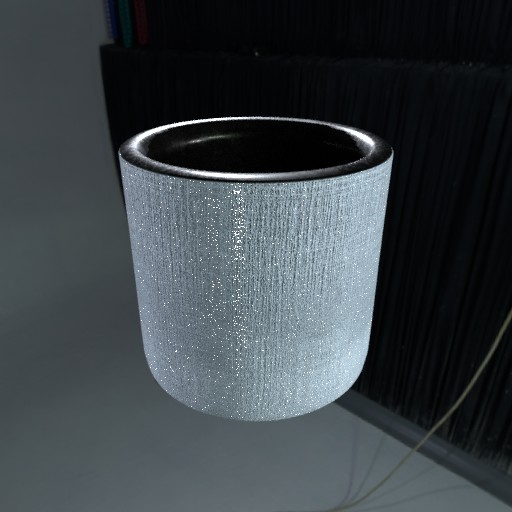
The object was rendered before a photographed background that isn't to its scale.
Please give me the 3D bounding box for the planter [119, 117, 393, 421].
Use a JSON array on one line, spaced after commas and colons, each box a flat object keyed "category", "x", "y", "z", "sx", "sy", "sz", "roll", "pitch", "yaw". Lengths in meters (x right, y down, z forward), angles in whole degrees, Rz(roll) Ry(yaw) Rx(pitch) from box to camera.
[{"category": "planter", "x": 0.000, "y": 0.000, "z": 0.298, "sx": 0.160, "sy": 0.156, "sz": 0.160, "roll": 0, "pitch": 27, "yaw": 0}]
